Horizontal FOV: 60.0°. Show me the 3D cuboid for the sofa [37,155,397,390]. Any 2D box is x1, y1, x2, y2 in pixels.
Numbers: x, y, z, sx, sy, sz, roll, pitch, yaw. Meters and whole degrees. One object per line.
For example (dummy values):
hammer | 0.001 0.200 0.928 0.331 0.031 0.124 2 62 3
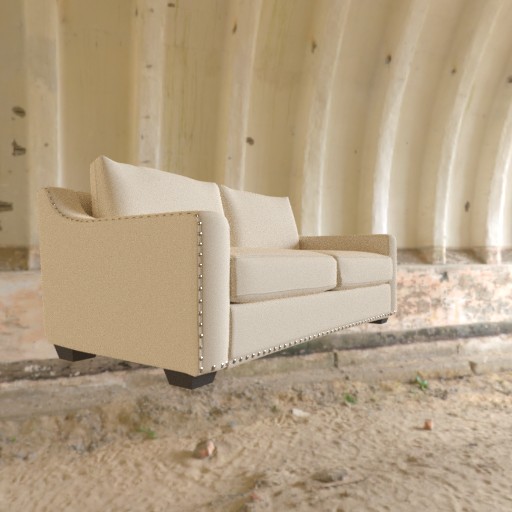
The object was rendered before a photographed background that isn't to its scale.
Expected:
sofa | 0.000 0.000 2.295 0.949 0.830 1.812 0 0 35
